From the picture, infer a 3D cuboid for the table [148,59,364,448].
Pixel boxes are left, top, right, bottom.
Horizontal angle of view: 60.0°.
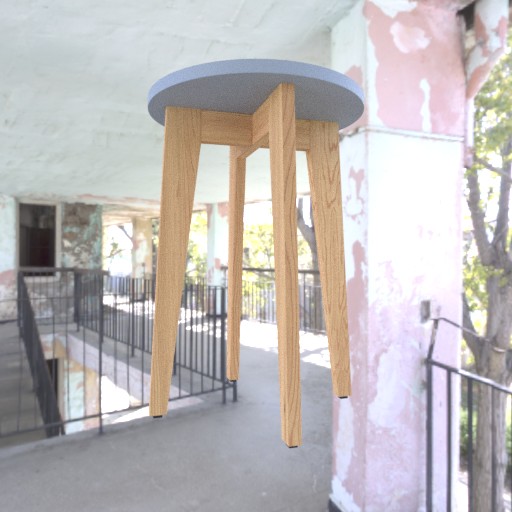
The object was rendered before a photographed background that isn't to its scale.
[{"bbox_3d":[0.000,0.000,0.736,0.350,0.500,0.350,0,0,0],"label":"table"}]
